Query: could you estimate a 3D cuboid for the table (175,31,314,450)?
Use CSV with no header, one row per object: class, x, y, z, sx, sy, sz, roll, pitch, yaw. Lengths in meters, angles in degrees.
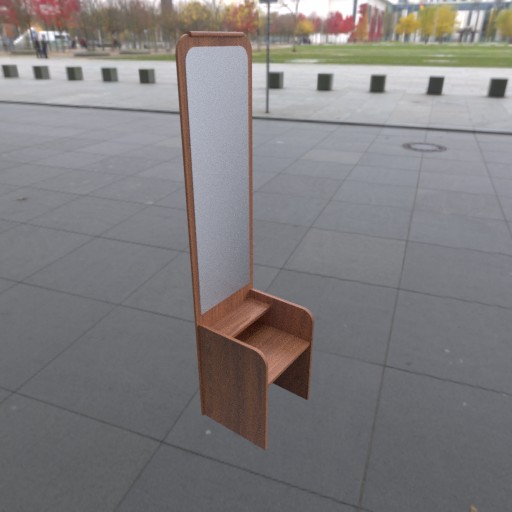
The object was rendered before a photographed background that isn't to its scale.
table,0.000,0.000,2.024,0.420,1.830,0.450,18,31,32
